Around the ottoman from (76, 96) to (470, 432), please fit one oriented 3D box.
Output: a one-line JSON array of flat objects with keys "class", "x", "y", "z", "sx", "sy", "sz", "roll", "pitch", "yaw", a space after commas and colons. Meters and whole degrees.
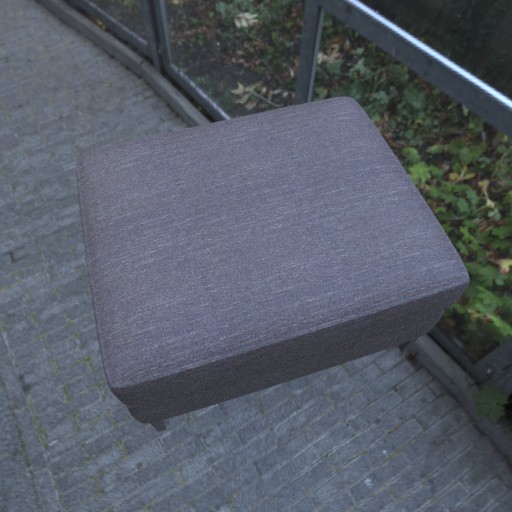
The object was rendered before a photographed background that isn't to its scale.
[{"class": "ottoman", "x": 0.000, "y": 0.000, "z": 1.221, "sx": 0.820, "sy": 0.490, "sz": 0.671, "roll": -15, "pitch": 59, "yaw": -9}]
